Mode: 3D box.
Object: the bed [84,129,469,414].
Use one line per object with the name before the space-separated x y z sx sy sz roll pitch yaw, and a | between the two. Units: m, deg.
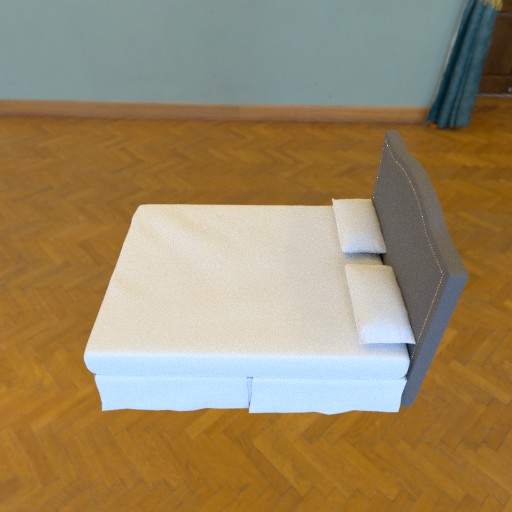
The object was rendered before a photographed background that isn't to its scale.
bed | 0.000 0.000 3.394 2.282 1.436 1.821 1 42 1
